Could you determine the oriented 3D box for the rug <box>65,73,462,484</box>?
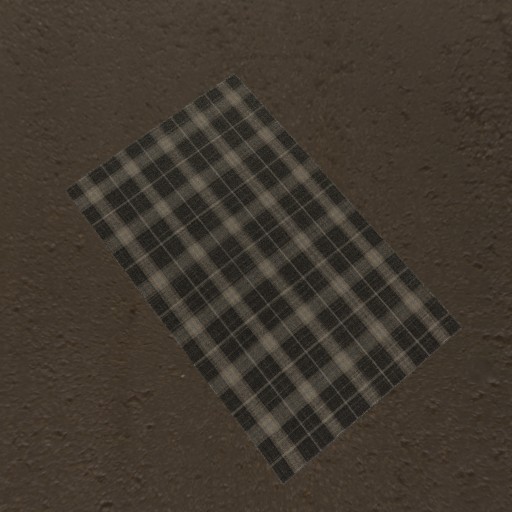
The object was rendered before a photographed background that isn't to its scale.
[{"bbox_3d":[0.000,0.000,3.010,1.520,0.015,2.434,-38,79,-8],"label":"rug"}]
